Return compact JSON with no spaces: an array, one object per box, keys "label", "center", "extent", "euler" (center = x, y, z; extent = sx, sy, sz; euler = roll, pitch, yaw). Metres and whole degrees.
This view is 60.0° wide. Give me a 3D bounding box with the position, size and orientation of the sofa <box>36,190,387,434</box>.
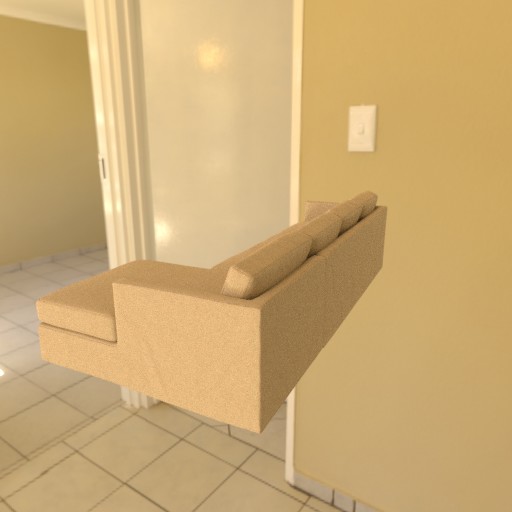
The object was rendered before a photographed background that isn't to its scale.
[{"label":"sofa","center":[0.000,0.000,3.835],"extent":[1.622,0.867,3.177],"euler":[8,18,25]}]
